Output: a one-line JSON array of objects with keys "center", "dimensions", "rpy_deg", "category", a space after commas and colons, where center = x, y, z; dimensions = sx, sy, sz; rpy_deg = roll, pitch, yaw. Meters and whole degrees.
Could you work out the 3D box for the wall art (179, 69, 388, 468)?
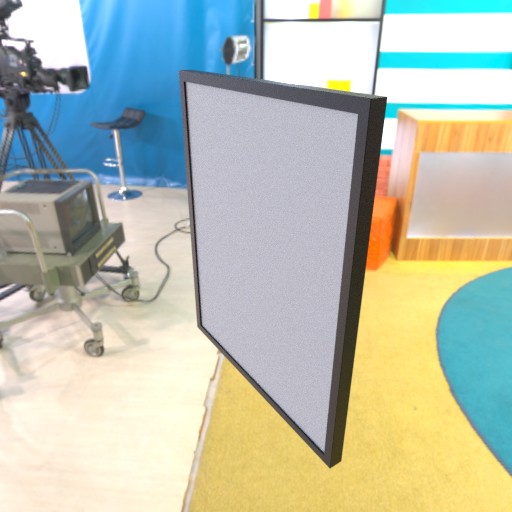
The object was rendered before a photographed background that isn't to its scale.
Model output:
[{"center": [0.000, 0.000, 0.535], "dimensions": [0.018, 0.397, 0.325], "rpy_deg": [-17, 31, -30], "category": "wall art"}]
